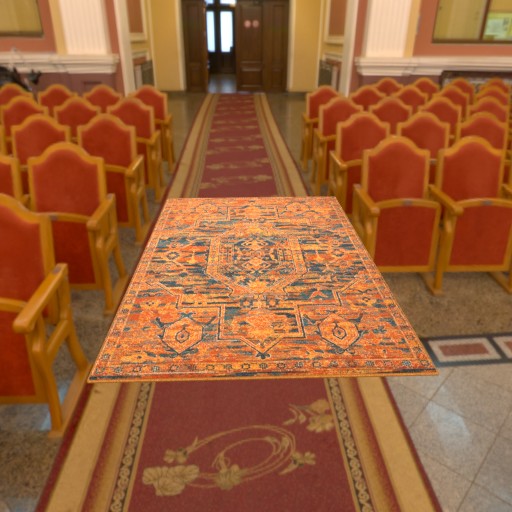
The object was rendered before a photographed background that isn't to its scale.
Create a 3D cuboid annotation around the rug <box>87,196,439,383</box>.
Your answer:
[{"bbox_3d":[0.000,0.000,1.083,0.557,0.008,0.863,-1,27,-2],"label":"rug"}]
